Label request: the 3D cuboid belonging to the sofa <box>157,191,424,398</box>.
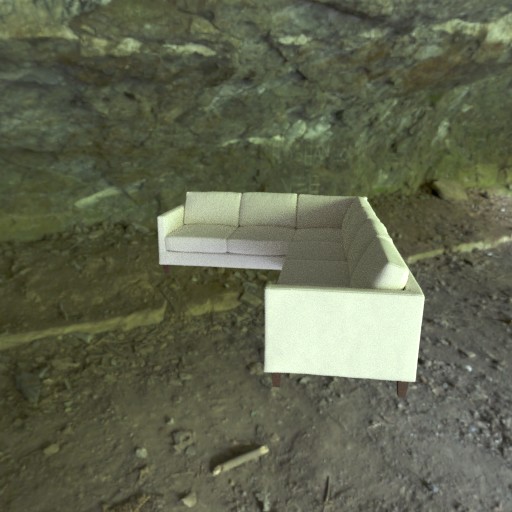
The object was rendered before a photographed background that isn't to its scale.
[{"bbox_3d":[0.000,0.000,4.255,2.432,0.863,3.182,2,16,8],"label":"sofa"}]
